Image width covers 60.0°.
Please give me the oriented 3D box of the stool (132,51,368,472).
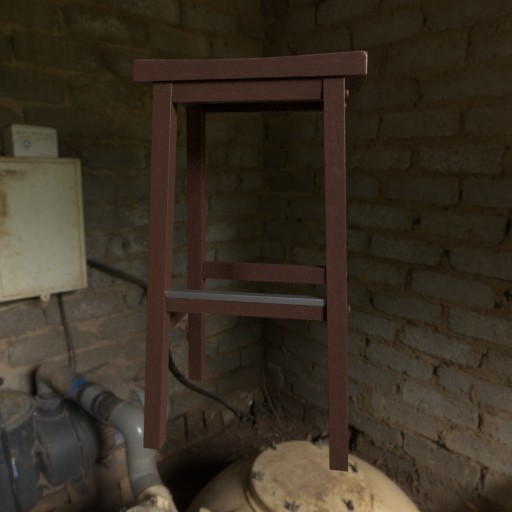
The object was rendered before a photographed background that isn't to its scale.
[{"bbox_3d":[0.000,0.000,0.935,0.406,0.742,0.322,2,13,10],"label":"stool"}]
